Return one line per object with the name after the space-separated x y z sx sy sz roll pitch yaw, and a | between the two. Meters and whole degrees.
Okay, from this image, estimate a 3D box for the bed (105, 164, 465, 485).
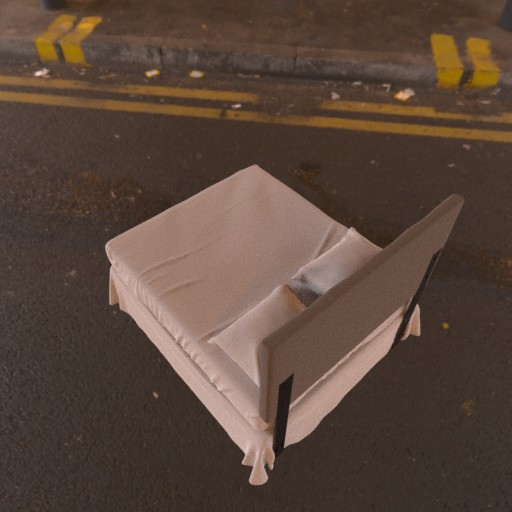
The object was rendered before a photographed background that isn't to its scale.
0.000 0.000 3.441 1.936 1.577 2.222 -33 56 -26 | bed
